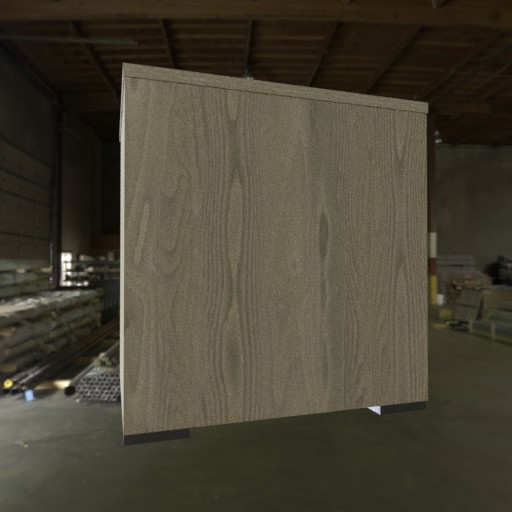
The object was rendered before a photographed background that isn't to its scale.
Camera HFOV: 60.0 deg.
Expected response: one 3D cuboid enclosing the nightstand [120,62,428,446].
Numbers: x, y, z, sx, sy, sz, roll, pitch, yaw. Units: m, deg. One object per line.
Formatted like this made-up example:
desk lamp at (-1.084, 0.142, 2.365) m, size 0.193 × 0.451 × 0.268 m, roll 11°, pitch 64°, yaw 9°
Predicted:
nightstand at (0.000, 0.000, 0.754) m, size 0.442 × 0.461 × 0.325 m, roll 0°, pitch -1°, yaw -18°
